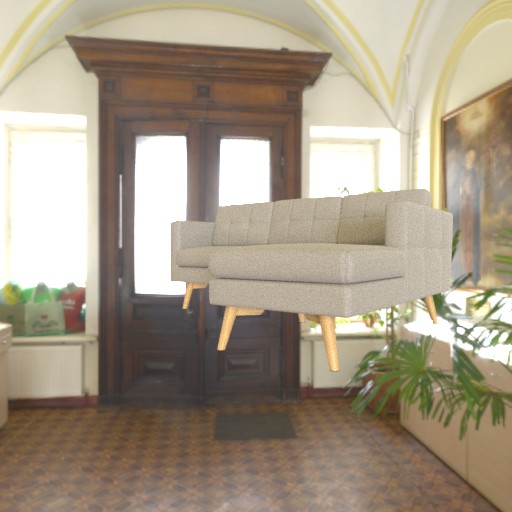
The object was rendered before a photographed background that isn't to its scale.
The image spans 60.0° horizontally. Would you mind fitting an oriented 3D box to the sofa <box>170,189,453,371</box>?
[{"bbox_3d":[0.000,0.000,2.838,2.040,0.860,1.530,0,1,37],"label":"sofa"}]
